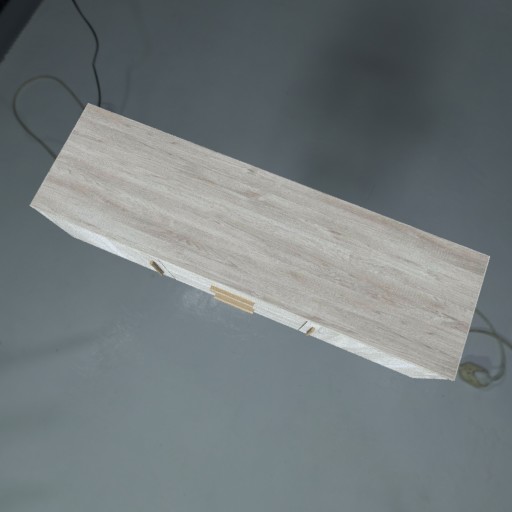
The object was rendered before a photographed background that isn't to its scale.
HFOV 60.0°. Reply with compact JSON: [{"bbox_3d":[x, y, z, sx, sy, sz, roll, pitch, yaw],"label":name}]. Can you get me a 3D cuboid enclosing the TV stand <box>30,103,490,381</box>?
[{"bbox_3d":[0.000,0.000,1.576,1.313,0.565,0.401,22,77,5],"label":"TV stand"}]
